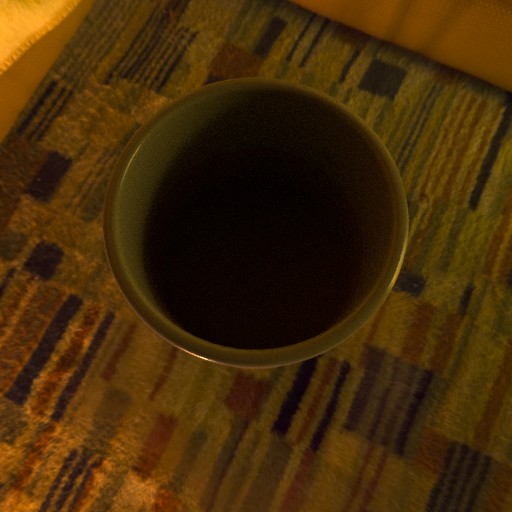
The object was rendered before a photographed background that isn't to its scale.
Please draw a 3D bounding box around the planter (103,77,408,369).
[{"bbox_3d":[0.000,0.000,0.728,0.348,0.480,0.360,5,76,1],"label":"planter"}]
